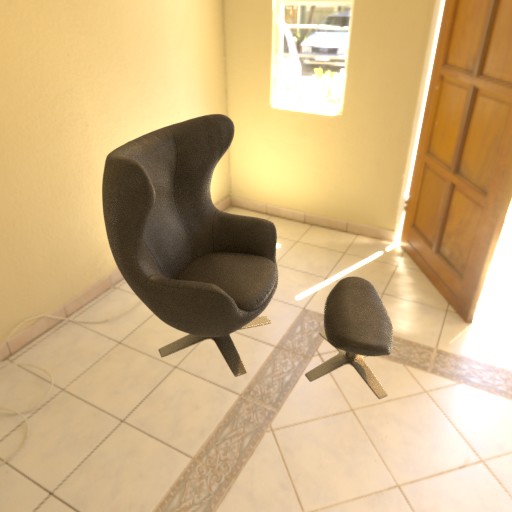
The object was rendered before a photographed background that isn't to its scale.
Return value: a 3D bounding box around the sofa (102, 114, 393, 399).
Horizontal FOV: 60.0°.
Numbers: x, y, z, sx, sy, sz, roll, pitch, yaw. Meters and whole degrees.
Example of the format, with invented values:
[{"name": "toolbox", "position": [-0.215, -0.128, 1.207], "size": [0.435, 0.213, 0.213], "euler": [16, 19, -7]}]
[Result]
[{"name": "sofa", "position": [0.000, 0.000, 2.173], "size": [1.444, 1.135, 0.894], "euler": [10, 32, 16]}]
